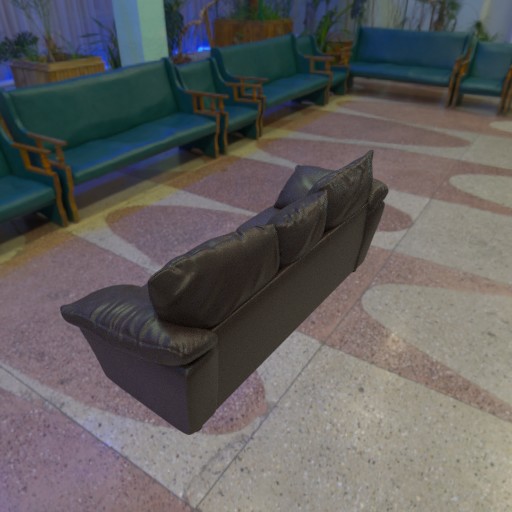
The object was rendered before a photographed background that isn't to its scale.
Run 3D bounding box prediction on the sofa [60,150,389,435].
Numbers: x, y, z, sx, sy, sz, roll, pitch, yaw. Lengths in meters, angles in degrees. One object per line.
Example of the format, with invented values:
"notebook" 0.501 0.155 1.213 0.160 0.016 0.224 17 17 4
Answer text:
"sofa" 0.000 0.000 2.957 0.907 1.091 2.390 22 39 30
